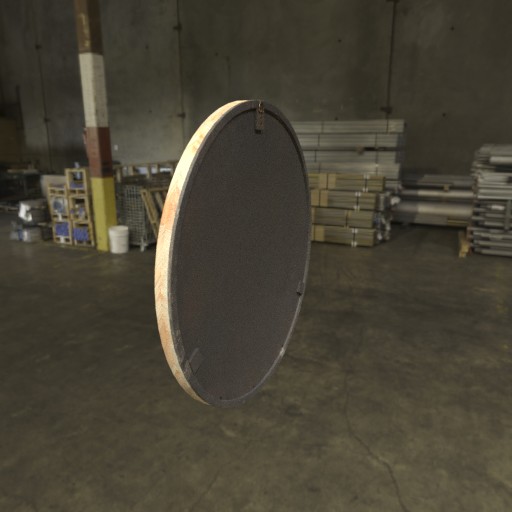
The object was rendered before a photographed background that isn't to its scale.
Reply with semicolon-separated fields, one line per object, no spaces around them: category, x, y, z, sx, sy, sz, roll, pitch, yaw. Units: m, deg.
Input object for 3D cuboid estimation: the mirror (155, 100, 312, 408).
mirror;0.000;0.000;1.071;0.038;0.710;0.710;7;16;26
